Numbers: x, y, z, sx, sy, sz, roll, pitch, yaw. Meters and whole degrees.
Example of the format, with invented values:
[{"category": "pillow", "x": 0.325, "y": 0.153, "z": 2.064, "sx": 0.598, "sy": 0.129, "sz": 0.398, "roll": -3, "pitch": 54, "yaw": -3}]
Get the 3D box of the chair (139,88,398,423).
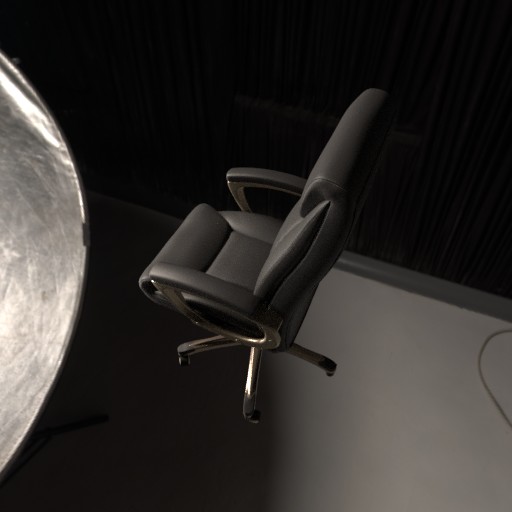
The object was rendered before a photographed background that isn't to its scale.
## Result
[{"category": "chair", "x": 0.000, "y": 0.000, "z": 1.599, "sx": 0.748, "sy": 1.188, "sz": 0.694, "roll": 17, "pitch": 49, "yaw": 16}]
